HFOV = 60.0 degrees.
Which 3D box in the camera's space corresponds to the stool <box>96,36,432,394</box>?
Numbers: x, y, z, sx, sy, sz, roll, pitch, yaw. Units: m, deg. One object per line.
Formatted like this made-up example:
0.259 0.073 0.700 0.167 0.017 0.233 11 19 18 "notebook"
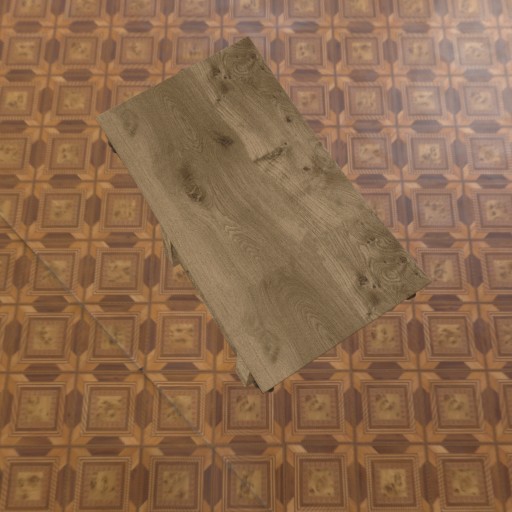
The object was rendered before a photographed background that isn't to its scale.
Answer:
0.000 0.000 0.897 0.330 0.635 0.450 -31 77 -8 "stool"
